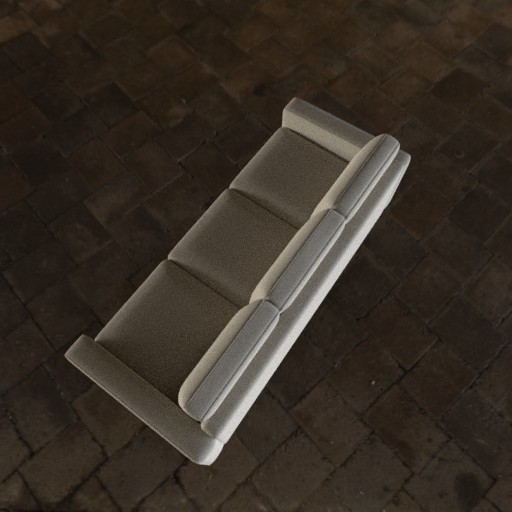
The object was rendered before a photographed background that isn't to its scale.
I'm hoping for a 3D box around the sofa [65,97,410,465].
[{"bbox_3d":[0.000,0.000,2.643,0.900,0.800,2.160,32,69,14],"label":"sofa"}]
